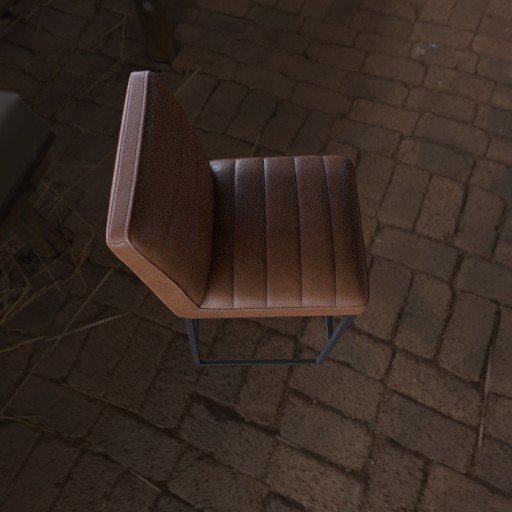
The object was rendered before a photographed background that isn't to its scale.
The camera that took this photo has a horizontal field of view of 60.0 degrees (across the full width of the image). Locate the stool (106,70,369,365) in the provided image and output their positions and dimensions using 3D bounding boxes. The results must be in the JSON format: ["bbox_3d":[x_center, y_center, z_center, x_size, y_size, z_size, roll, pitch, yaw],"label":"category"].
[{"bbox_3d":[0.000,0.000,1.328,0.556,1.040,0.458,-1,65,0],"label":"stool"}]
